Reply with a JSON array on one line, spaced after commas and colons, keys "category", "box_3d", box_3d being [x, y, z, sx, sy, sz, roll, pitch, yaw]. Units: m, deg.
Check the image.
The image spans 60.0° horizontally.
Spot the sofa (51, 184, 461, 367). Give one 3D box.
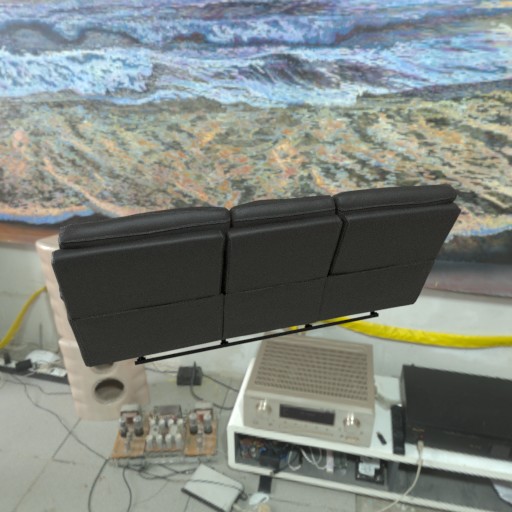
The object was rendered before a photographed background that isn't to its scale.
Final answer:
[{"category": "sofa", "box_3d": [0.000, 0.000, 3.203, 2.627, 1.134, 1.104, -8, 27, -16]}]
